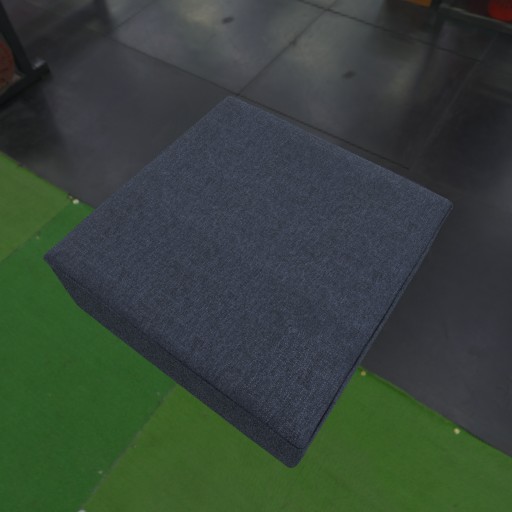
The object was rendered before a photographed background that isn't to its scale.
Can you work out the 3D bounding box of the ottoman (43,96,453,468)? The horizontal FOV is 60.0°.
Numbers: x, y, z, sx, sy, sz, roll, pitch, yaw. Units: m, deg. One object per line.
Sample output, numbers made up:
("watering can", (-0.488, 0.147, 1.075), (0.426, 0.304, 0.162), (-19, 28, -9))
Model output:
("ottoman", (0.000, 0.000, 1.629), (1.023, 0.423, 1.017), (32, 63, 19))
